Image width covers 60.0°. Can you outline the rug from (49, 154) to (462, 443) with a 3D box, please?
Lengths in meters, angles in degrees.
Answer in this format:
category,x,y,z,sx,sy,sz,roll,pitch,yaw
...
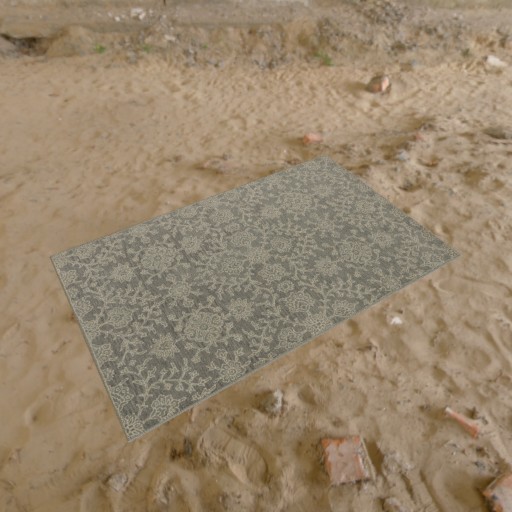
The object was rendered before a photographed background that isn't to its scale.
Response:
category,x,y,z,sx,sy,sz,roll,pitch,yaw
rug,0.000,0.000,3.074,2.430,0.010,1.515,-24,50,-22
